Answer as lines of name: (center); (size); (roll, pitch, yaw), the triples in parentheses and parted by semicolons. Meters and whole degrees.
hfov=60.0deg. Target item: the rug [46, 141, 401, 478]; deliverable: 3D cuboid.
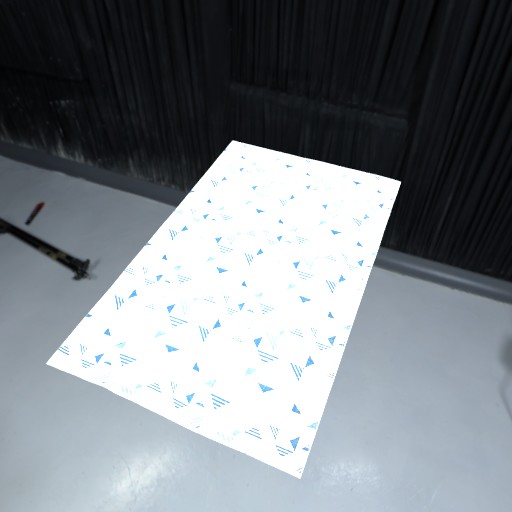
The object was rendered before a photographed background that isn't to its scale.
rug: (0.000, 0.000, 3.050); (1.512, 0.009, 2.457); (18, 50, 16)
